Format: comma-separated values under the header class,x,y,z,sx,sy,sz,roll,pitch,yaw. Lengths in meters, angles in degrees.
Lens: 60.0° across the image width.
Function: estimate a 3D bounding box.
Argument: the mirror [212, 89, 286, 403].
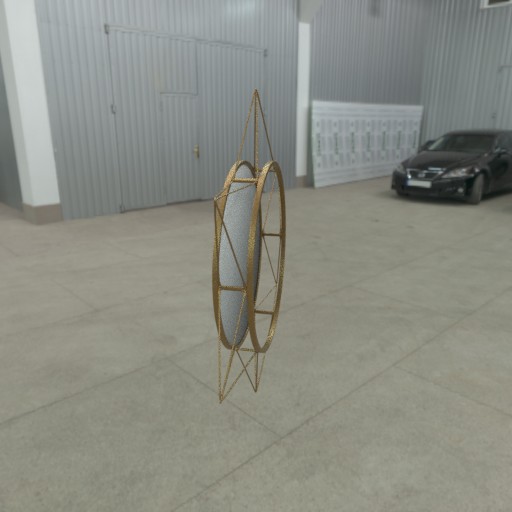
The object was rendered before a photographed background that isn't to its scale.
class,x,y,z,sx,sy,sz,roll,pitch,yaw
mirror,0.000,0.000,0.821,0.062,0.581,0.498,3,17,11
